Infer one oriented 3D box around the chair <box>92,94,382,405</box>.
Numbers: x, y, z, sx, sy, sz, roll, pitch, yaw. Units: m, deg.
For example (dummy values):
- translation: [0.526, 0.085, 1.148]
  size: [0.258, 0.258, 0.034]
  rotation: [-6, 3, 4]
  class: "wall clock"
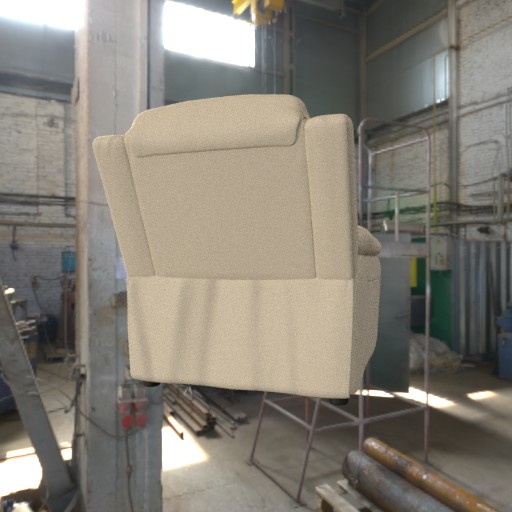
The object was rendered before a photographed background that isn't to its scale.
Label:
- translation: [0.000, 0.000, 1.268]
  size: [0.680, 0.702, 0.709]
  rotation: [0, 0, 17]
  class: "chair"
